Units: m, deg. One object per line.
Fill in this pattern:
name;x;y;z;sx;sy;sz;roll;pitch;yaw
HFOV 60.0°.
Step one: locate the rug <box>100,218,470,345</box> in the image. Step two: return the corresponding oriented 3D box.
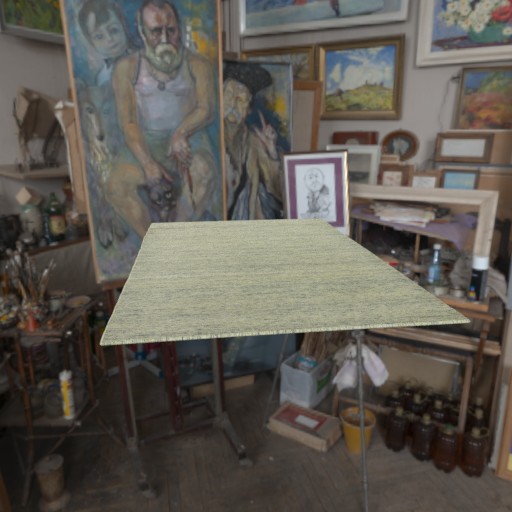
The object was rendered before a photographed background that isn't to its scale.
rug;0.000;0.000;2.321;1.243;0.014;1.846;-2;16;-8
